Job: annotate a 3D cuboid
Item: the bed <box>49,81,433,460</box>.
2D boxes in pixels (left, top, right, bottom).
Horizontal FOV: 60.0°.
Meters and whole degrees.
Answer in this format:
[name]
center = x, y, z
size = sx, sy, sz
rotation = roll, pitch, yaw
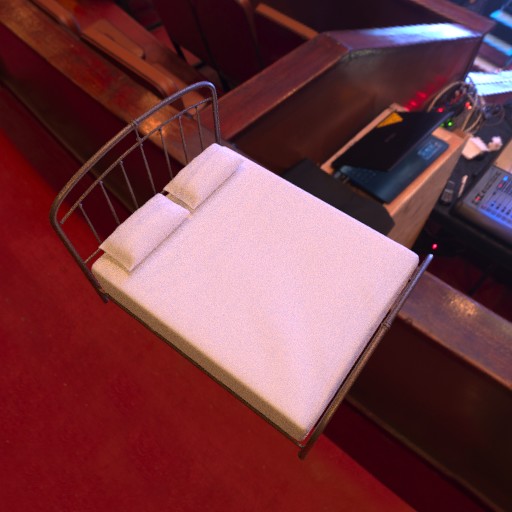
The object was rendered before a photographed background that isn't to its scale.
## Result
[bed]
center = 0.000, 0.000, 3.333
size = 2.168, 1.475, 1.711
rotation = 33, 64, 18
